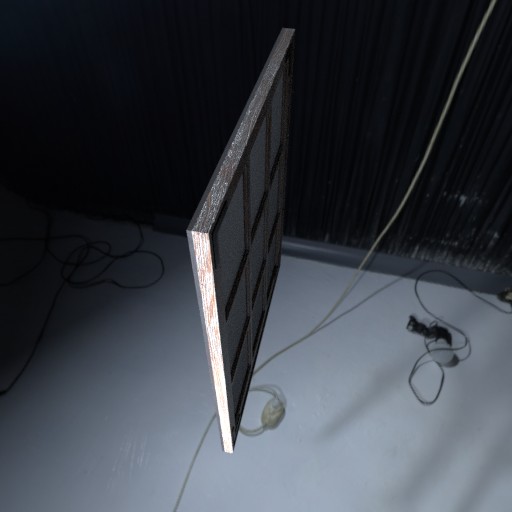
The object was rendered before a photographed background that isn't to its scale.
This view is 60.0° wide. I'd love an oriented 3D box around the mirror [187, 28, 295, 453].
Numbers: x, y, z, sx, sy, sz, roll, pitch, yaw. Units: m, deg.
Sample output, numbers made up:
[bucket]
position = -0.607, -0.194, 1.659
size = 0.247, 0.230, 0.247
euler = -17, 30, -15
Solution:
[mirror]
position = 0.000, 0.000, 1.178
size = 0.032, 0.882, 0.730
euler = 10, 48, 9
